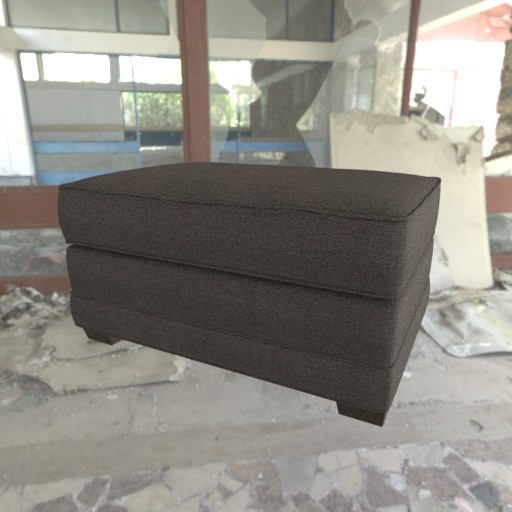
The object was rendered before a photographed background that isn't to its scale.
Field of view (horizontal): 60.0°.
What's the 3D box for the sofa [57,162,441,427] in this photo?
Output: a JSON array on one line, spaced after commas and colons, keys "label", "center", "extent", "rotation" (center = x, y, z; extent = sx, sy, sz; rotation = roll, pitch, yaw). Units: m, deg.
[{"label": "sofa", "center": [0.000, 0.000, 1.202], "extent": [0.854, 0.457, 0.578], "rotation": [9, 19, 26]}]
